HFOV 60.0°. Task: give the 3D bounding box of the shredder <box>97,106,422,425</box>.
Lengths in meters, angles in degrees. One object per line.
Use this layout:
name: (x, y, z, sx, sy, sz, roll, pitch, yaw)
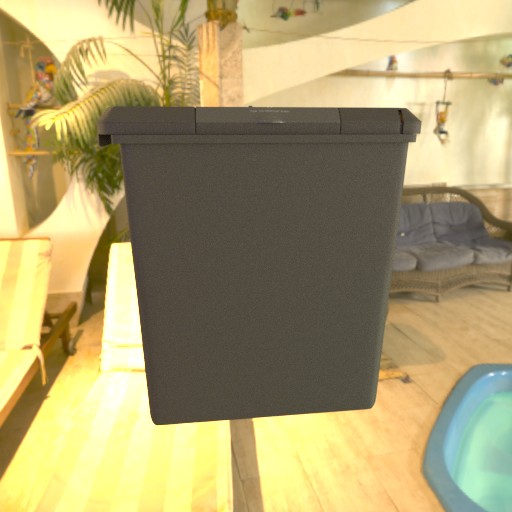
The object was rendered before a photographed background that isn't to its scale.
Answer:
shredder: (0.000, 0.000, 0.518, 0.320, 0.335, 0.170, -2, 16, -7)
